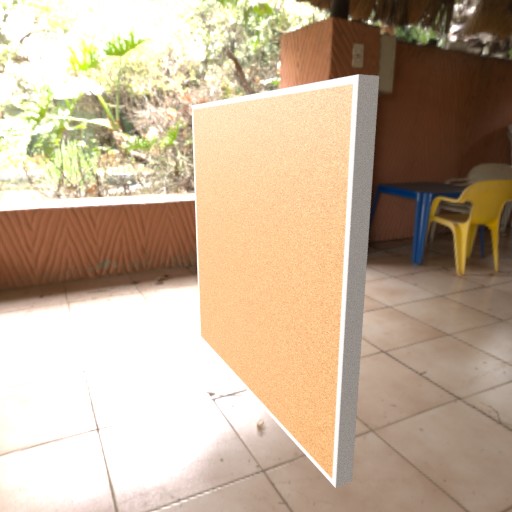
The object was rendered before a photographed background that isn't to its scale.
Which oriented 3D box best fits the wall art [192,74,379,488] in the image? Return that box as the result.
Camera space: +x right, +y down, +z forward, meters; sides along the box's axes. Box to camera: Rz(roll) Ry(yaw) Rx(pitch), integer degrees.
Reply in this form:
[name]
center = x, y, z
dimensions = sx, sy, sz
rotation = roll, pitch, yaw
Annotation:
[wall art]
center = 0.000, 0.000, 1.117
dimensions = 0.041, 0.765, 0.768
rotation = -8, 17, -26
